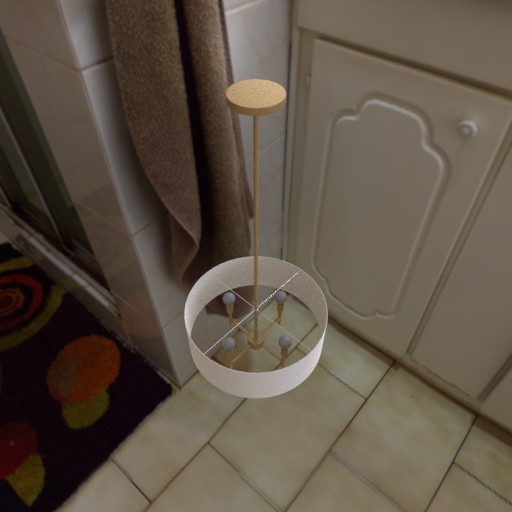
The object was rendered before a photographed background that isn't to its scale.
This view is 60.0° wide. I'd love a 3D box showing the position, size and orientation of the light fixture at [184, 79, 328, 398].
[{"bbox_3d":[0.000,0.000,1.379,0.508,1.067,0.508,0,47,0],"label":"light fixture"}]
